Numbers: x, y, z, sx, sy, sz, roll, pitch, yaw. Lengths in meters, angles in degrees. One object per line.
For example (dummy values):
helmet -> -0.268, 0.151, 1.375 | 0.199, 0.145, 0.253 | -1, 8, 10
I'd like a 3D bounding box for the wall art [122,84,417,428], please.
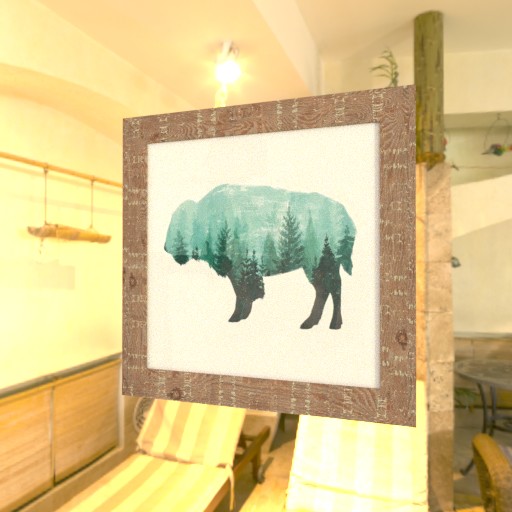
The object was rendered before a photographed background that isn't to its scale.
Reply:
wall art -> 0.000, 0.000, 0.561 | 0.380, 0.380, 0.022 | 0, -1, 18
